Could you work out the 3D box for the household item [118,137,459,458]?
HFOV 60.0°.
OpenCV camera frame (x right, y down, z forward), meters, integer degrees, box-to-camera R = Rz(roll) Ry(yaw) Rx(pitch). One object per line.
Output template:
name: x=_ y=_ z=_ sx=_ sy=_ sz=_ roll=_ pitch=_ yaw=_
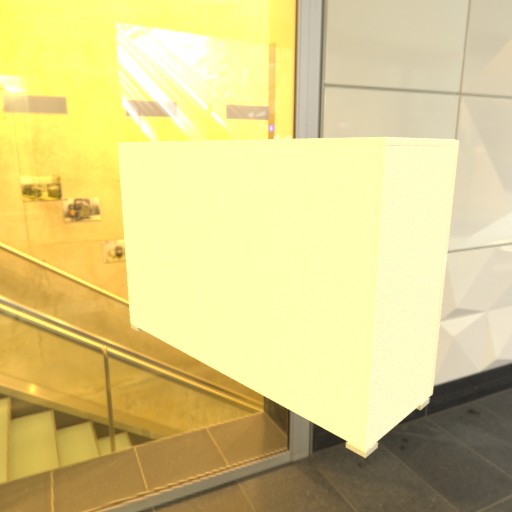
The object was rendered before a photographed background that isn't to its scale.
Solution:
household item: x=0.000 y=0.000 z=1.730 sx=0.420 sy=0.867 sz=1.300 roll=-13 pitch=19 yaw=-43
